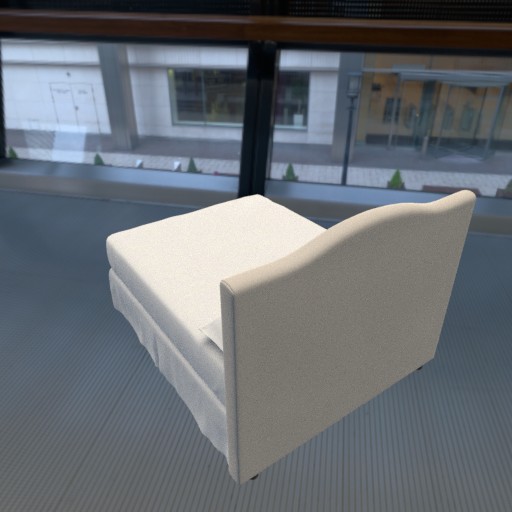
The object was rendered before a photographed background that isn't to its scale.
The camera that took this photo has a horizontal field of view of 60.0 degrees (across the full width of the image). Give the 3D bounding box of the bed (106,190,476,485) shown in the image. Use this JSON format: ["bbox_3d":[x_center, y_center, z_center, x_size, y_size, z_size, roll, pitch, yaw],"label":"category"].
[{"bbox_3d":[0.000,0.000,3.269,1.753,1.460,2.143,-20,35,-30],"label":"bed"}]
